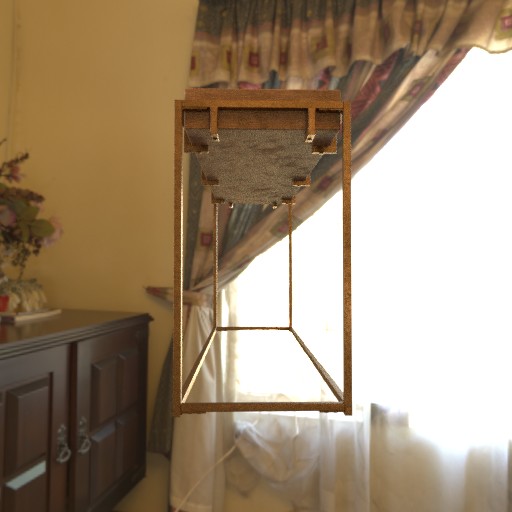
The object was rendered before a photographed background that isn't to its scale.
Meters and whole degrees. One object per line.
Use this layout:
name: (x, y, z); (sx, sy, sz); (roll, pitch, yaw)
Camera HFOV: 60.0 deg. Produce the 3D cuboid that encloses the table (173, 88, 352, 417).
table: (0.000, 0.000, 1.796); (0.440, 0.820, 1.400); (0, -1, -1)
